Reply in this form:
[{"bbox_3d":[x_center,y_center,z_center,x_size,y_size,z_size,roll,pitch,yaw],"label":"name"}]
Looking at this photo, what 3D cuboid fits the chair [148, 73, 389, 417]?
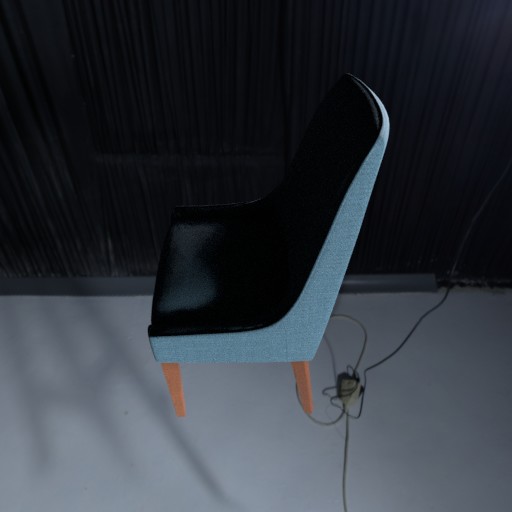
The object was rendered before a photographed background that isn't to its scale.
[{"bbox_3d":[0.000,0.000,1.208,0.544,0.861,0.529,-1,41,-1],"label":"chair"}]
